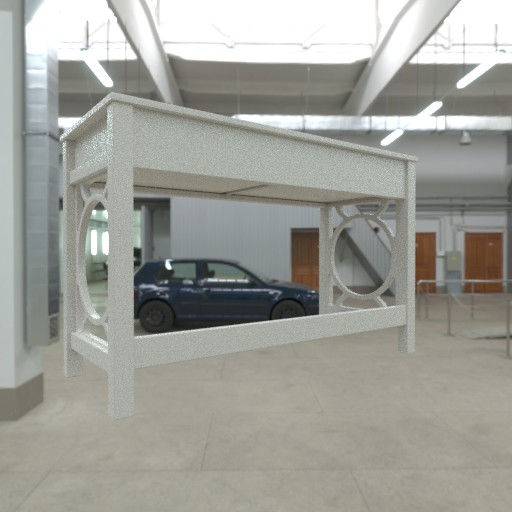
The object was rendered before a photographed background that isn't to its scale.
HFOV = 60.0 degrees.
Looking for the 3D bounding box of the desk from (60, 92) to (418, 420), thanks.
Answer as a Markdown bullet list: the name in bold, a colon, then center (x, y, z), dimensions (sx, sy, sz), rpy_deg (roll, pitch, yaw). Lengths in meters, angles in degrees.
- **desk**: center (0.000, 0.000, 1.570), dimensions (1.191, 0.762, 0.504), rpy_deg (0, 1, -36)
